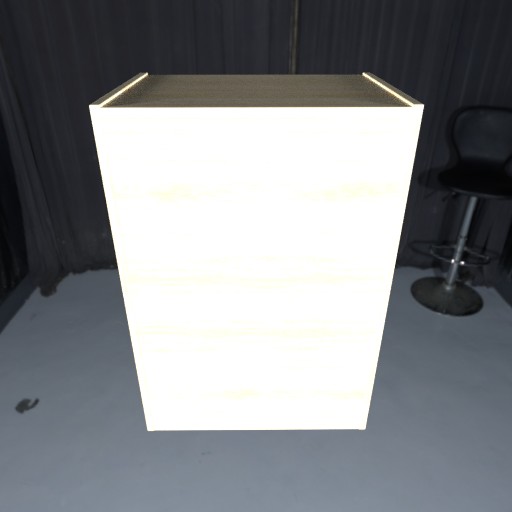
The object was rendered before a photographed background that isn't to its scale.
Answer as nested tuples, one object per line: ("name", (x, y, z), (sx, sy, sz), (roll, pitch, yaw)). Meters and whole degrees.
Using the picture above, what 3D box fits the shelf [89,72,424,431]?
("shelf", (0.000, 0.000, 0.815), (0.414, 0.592, 0.290), (0, 30, 0))
